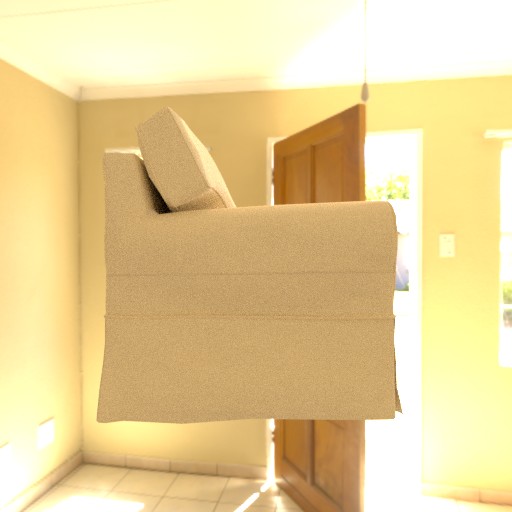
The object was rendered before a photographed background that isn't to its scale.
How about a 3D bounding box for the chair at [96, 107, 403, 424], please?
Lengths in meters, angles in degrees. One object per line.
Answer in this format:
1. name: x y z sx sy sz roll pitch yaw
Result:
1. chair: 0.000 0.000 1.793 0.904 0.958 1.099 0 1 1
